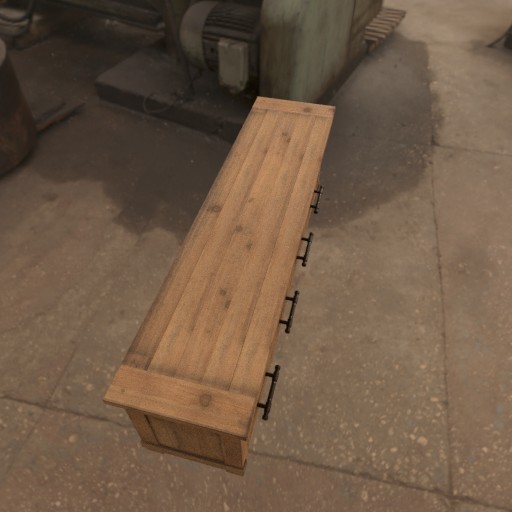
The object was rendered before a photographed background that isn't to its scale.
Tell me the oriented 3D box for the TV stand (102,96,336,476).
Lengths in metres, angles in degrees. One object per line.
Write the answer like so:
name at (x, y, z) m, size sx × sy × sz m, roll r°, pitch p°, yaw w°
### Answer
TV stand at (0.000, 0.000, 2.040) m, size 0.453 × 0.573 × 1.804 m, roll 11°, pitch 49°, yaw 10°
